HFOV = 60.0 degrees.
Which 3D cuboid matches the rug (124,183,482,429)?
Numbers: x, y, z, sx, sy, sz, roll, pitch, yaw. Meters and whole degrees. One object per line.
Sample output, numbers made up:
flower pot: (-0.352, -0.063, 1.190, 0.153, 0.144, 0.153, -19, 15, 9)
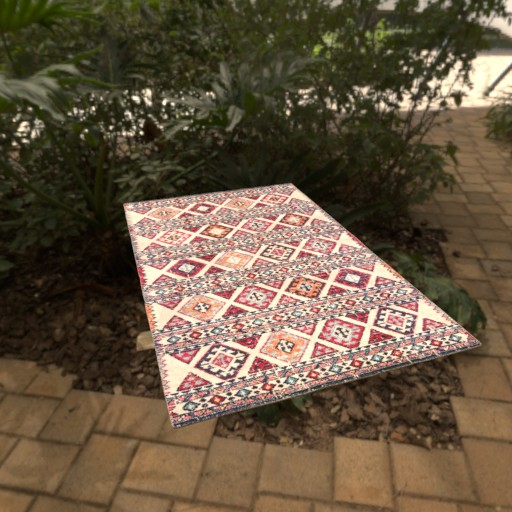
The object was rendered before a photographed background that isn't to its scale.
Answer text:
rug: (0.000, 0.000, 2.973, 1.545, 0.010, 2.440, -10, 31, -17)
